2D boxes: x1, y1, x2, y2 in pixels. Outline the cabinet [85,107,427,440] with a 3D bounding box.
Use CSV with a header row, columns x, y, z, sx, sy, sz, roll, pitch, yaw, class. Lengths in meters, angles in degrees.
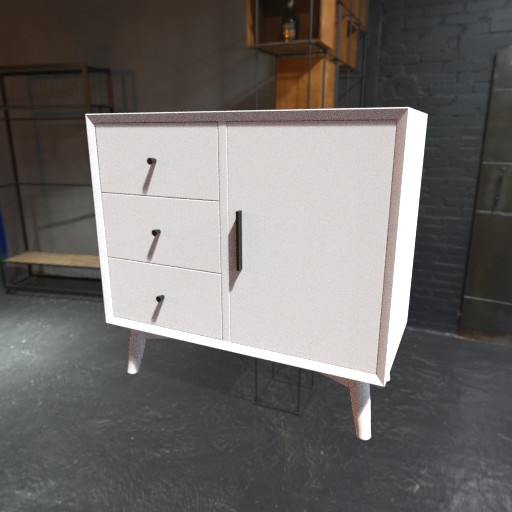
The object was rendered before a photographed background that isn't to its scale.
x,y,z,sx,sy,sz,roll,pitch,yaw,class
0.000,0.000,1.248,0.800,0.761,0.398,7,17,24,cabinet
